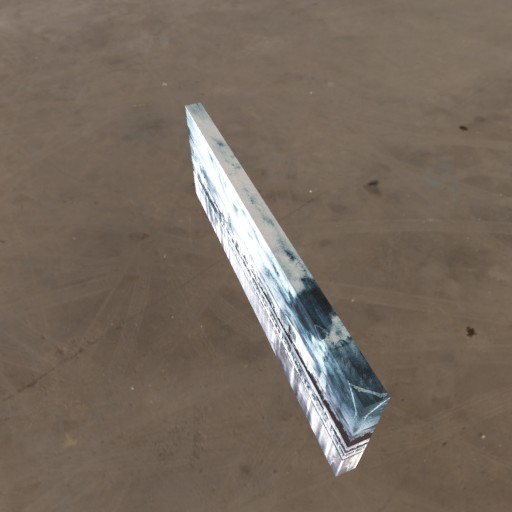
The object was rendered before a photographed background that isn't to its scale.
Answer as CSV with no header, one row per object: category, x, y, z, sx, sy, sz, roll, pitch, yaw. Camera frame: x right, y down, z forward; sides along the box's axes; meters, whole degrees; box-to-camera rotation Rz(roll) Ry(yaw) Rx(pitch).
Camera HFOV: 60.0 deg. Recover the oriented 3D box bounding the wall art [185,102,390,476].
wall art,0.000,0.000,0.851,0.037,0.251,0.759,-16,49,-15
